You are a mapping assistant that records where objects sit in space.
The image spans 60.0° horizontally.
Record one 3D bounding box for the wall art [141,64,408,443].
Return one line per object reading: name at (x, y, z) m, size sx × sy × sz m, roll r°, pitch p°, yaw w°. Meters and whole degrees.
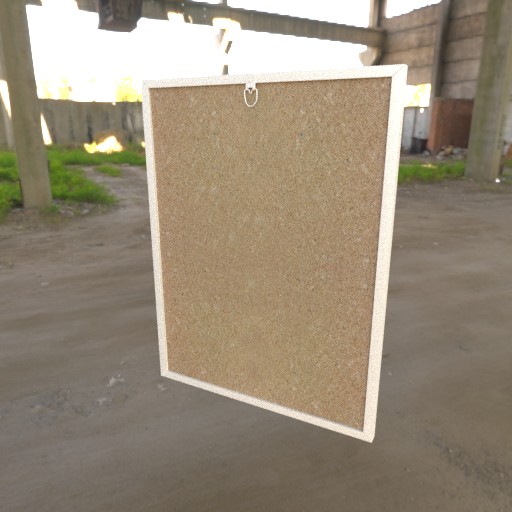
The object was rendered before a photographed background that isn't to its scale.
wall art at (0.000, 0.000, 1.379) m, size 0.805 × 1.056 × 0.042 m, roll 8°, pitch 18°, yaw 27°
